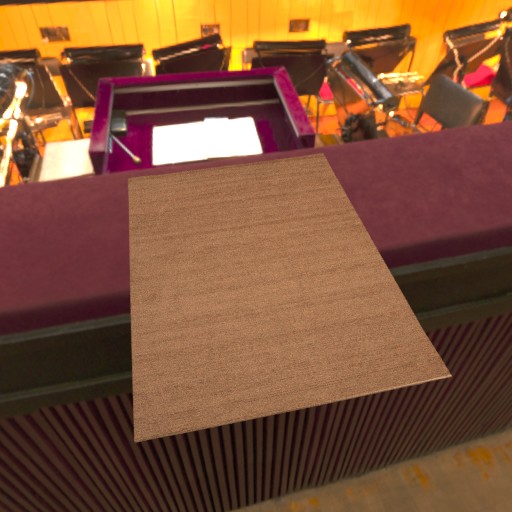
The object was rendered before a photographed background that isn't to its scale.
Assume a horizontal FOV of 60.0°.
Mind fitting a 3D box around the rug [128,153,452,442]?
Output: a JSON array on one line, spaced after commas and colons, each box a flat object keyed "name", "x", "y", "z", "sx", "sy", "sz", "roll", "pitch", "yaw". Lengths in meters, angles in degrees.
[{"name": "rug", "x": 0.000, "y": 0.000, "z": 5.134, "sx": 2.873, "sy": 0.053, "sz": 3.778, "roll": -9, "pitch": 46, "yaw": -8}]
